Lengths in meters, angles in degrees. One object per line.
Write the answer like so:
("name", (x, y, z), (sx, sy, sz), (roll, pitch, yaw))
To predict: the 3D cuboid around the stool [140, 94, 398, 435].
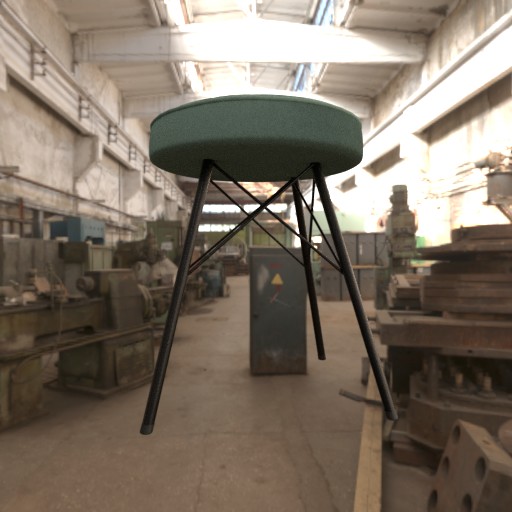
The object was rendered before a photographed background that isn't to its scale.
("stool", (0.000, 0.000, 0.872), (0.457, 0.519, 0.458), (0, 1, 0))
